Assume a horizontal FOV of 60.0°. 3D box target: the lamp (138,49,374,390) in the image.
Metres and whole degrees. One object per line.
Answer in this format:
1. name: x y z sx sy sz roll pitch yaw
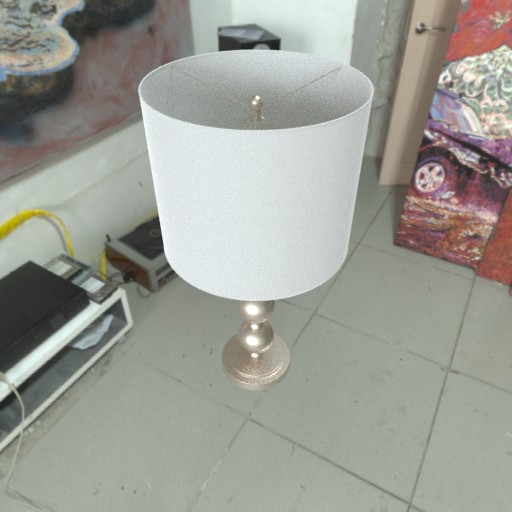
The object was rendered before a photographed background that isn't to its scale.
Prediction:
1. lamp: 0.000 0.000 0.699 0.277 0.538 0.277 0 40 0
